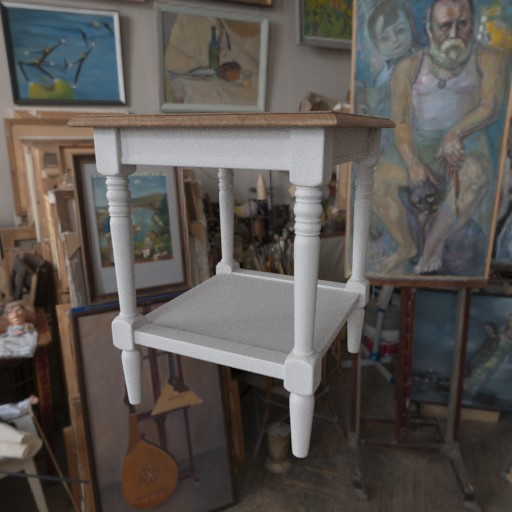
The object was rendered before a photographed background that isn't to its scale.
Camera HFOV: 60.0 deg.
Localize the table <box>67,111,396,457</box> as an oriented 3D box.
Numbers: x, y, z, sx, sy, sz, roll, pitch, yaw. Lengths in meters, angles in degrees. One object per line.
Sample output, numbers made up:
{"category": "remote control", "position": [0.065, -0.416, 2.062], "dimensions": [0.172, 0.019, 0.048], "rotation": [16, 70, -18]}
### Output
{"category": "table", "position": [0.000, 0.000, 0.940], "dimensions": [0.457, 0.561, 0.508], "rotation": [7, 17, 24]}
